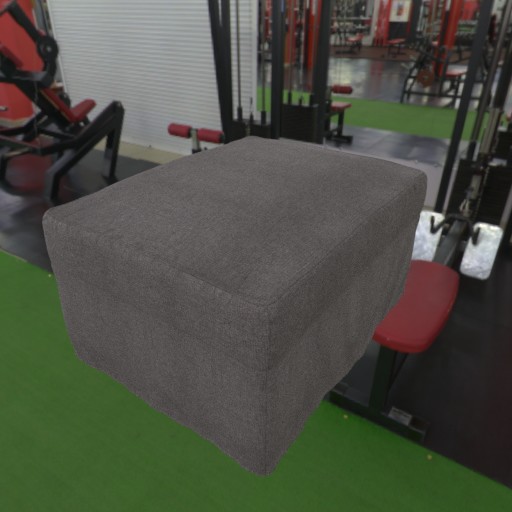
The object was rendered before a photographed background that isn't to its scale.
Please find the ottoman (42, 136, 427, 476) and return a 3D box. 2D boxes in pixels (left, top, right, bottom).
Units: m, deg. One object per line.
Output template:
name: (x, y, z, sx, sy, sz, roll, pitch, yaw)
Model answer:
ottoman: (0.000, 0.000, 1.221, 0.652, 0.492, 0.833, 20, 35, 30)
